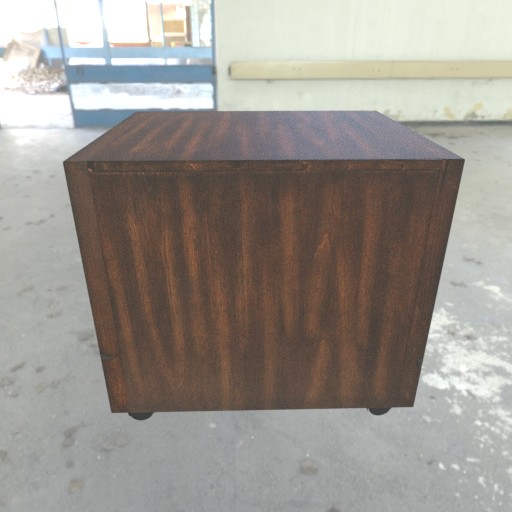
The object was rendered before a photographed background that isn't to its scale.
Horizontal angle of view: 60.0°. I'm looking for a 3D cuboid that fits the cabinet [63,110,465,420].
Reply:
[{"bbox_3d":[0.000,0.000,0.815,0.500,0.455,0.402,-1,26,-1],"label":"cabinet"}]
